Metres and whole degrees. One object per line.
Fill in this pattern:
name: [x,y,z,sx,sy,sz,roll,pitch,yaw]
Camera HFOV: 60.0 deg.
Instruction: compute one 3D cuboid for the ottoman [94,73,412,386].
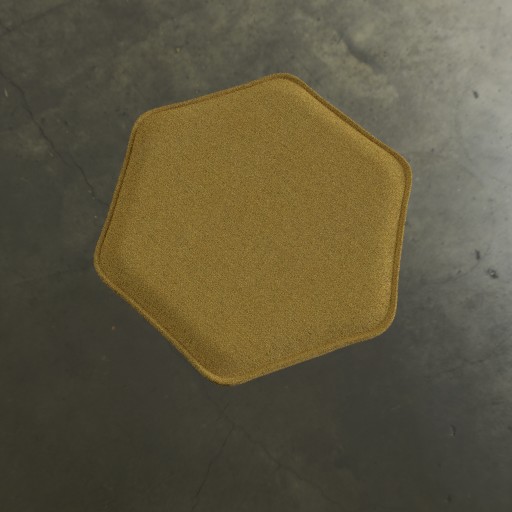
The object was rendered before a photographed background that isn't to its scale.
ottoman: [0.000,0.000,0.877,0.494,0.502,0.443,41,79,10]
